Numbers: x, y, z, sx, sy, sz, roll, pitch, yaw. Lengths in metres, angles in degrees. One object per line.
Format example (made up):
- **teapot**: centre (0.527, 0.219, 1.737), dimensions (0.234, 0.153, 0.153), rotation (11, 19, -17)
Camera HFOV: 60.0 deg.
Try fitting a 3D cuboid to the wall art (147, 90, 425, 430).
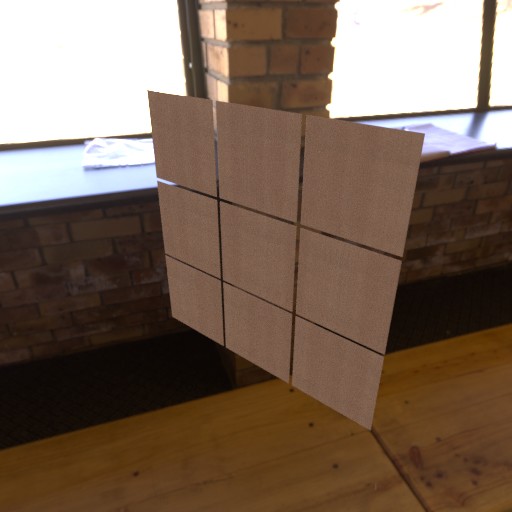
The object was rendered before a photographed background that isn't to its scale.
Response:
- **wall art**: centre (0.000, 0.000, 2.322), dimensions (1.517, 1.505, 0.002), rotation (22, 36, 34)
